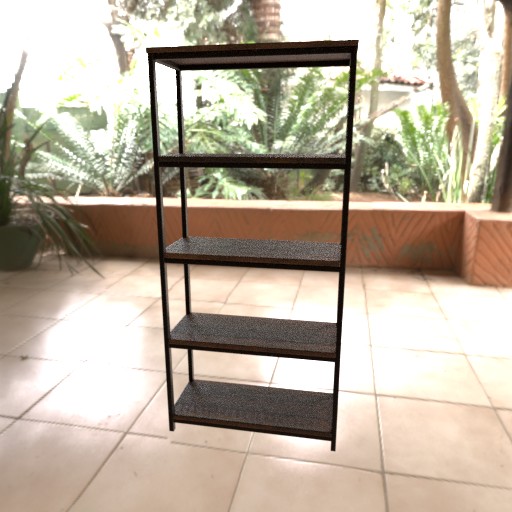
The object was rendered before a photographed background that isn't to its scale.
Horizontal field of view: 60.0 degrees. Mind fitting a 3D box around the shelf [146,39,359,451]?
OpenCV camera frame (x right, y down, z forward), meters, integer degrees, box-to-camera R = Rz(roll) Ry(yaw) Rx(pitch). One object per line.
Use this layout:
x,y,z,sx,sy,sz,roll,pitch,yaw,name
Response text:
0.000,0.000,2.189,0.874,1.860,0.359,3,15,10,shelf
